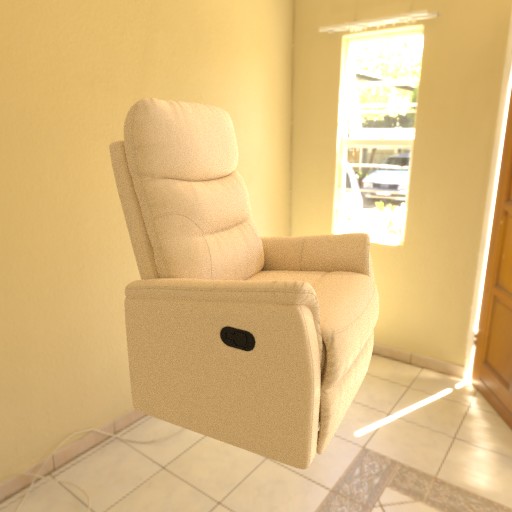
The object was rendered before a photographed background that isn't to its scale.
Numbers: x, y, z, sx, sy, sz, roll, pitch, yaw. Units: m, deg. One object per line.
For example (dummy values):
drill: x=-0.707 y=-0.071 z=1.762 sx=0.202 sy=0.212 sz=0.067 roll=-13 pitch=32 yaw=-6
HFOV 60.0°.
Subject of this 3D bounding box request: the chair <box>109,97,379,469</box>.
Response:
chair: x=0.000 y=0.000 z=1.620 sx=0.831 sy=1.082 sz=0.775 roll=8 pitch=17 yaw=26
